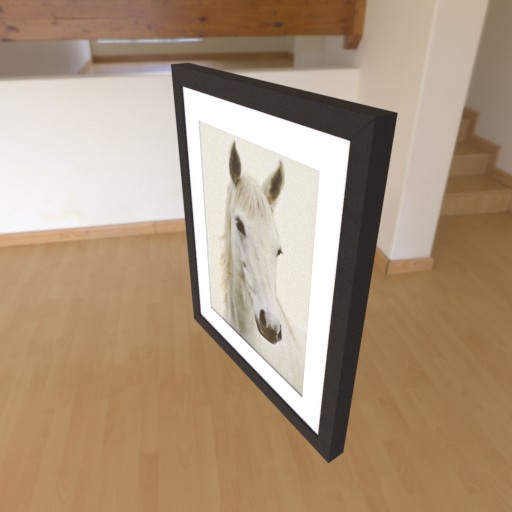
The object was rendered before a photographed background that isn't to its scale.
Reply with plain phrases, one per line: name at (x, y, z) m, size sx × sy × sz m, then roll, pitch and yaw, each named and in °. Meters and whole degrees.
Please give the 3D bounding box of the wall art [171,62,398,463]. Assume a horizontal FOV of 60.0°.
wall art at (0.000, 0.000, 0.747) m, size 0.034 × 0.552 × 0.455 m, roll -20°, pitch 36°, yaw -30°
